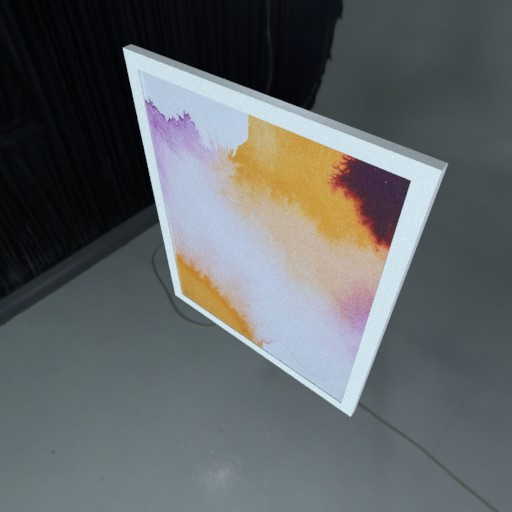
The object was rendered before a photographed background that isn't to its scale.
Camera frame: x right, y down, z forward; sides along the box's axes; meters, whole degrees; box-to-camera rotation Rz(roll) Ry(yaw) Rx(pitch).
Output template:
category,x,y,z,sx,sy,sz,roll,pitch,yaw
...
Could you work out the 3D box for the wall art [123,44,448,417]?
category,x,y,z,sx,sy,sz,roll,pitch,yaw
wall art,0.000,0.000,0.597,0.382,0.456,0.013,30,54,25
